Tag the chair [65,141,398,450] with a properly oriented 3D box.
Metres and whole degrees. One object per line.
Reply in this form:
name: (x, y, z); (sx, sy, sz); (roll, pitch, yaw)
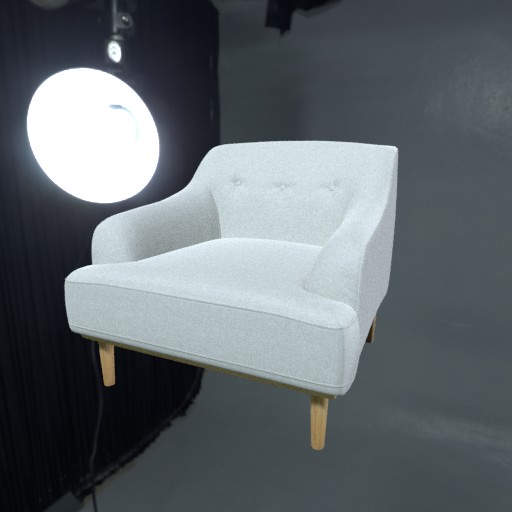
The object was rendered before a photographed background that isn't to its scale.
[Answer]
chair: (0.000, 0.000, 1.609); (0.946, 0.818, 0.951); (7, 15, 25)
